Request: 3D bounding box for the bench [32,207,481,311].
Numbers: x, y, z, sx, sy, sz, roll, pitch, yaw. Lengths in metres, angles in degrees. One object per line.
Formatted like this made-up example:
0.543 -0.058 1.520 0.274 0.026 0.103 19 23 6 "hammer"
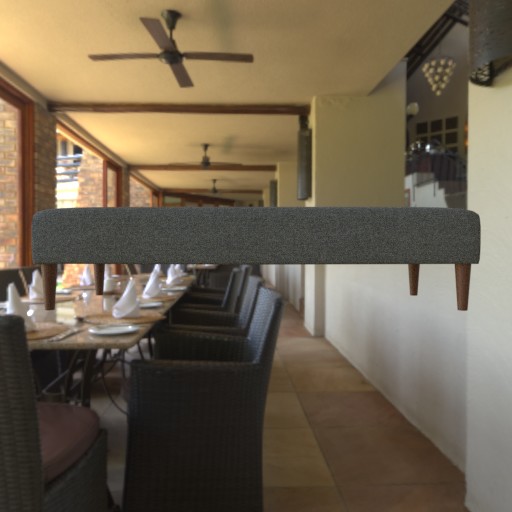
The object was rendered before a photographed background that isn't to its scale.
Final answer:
0.000 0.000 1.861 1.598 0.384 0.631 0 1 0 "bench"
